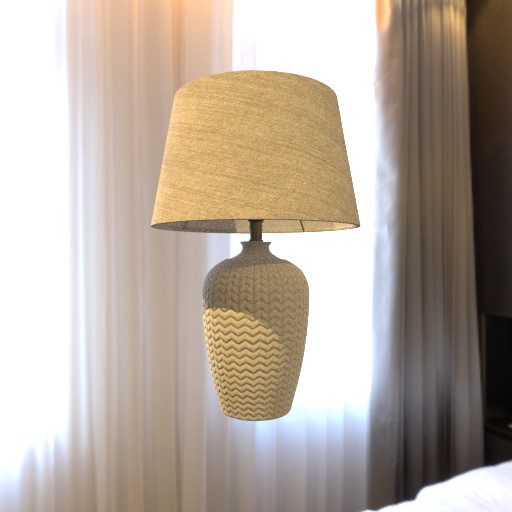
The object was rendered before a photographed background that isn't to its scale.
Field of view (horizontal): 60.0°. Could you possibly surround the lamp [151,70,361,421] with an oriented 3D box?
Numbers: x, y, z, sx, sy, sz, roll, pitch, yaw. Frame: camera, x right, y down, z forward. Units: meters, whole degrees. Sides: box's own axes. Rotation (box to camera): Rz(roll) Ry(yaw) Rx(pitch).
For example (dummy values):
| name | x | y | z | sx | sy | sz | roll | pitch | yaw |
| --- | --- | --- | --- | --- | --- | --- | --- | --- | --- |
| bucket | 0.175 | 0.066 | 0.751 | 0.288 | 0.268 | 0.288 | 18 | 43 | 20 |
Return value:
| name | x | y | z | sx | sy | sz | roll | pitch | yaw |
| --- | --- | --- | --- | --- | --- | --- | --- | --- | --- |
| lamp | 0.000 | 0.000 | 0.844 | 0.390 | 0.580 | 0.390 | 0 | 0 | 0 |
